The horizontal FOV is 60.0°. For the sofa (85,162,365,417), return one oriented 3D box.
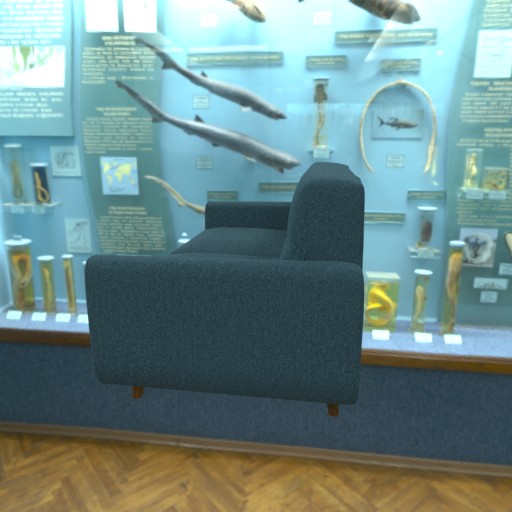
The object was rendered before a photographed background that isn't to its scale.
[{"bbox_3d":[0.000,0.000,2.228,0.942,0.896,1.651,2,14,9],"label":"sofa"}]
